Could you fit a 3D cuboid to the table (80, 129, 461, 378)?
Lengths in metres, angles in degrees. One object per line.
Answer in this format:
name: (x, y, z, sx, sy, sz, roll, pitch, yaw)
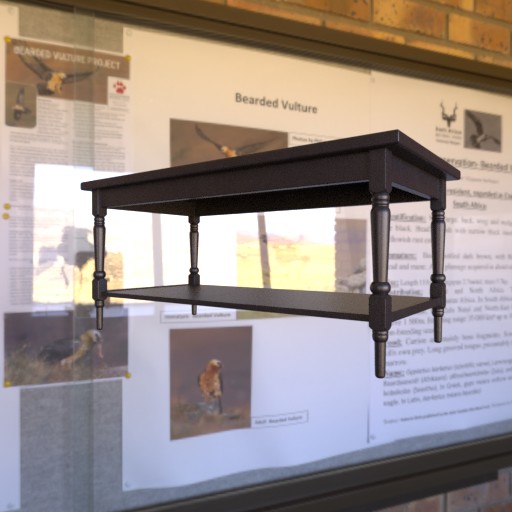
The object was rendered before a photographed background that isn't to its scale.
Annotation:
table: (0.000, 0.000, 1.426, 1.107, 0.510, 0.550, 0, 0, 36)
